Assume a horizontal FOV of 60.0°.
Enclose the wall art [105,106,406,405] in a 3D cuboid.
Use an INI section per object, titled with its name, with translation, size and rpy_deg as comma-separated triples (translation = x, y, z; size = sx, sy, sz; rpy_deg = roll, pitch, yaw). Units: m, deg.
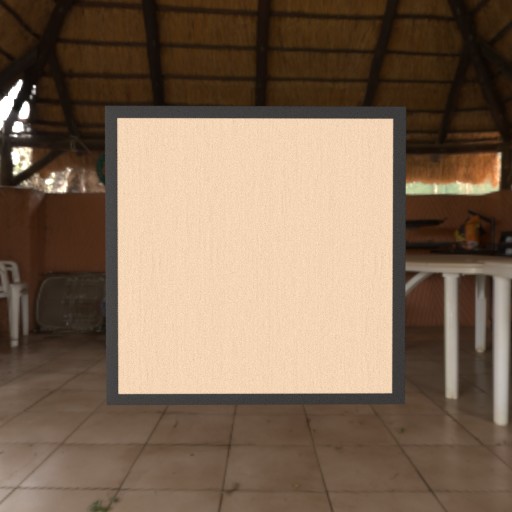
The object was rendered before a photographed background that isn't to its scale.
[wall art]
translation = 0.000, 0.000, 0.459
size = 0.306, 0.304, 0.015
rpy_deg = 0, 1, -1
